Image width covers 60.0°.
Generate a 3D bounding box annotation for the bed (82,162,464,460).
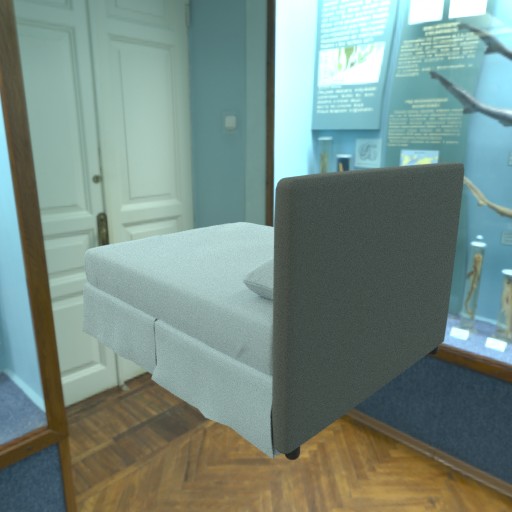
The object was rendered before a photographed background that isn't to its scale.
[{"bbox_3d":[0.000,0.000,3.138,1.748,1.330,2.142,-14,20,-43],"label":"bed"}]
